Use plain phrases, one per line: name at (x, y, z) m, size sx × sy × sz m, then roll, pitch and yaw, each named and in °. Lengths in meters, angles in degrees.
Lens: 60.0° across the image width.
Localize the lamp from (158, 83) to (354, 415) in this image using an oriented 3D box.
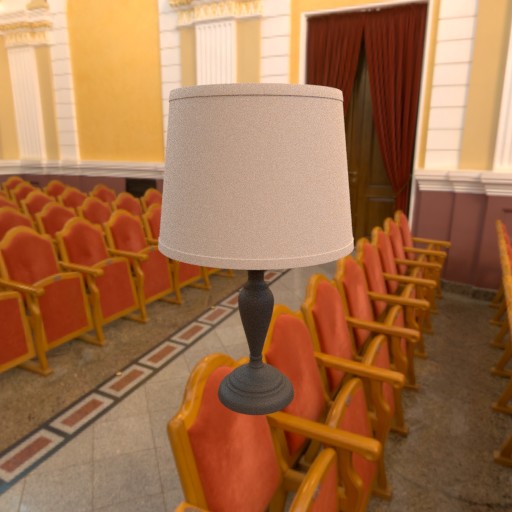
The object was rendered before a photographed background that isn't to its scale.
lamp at (0.000, 0.000, 0.724) m, size 0.310 × 0.501 × 0.310 m, roll 0°, pitch 15°, yaw 0°
